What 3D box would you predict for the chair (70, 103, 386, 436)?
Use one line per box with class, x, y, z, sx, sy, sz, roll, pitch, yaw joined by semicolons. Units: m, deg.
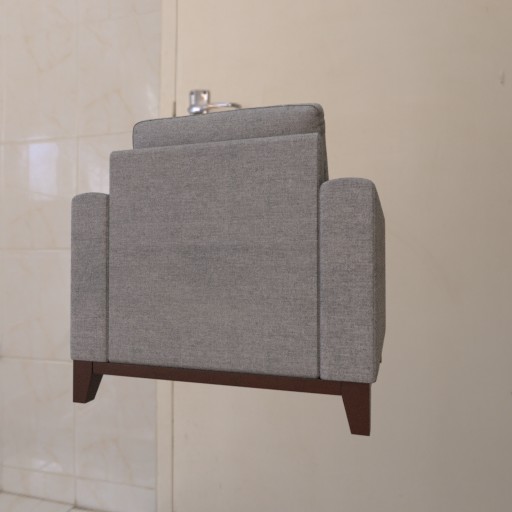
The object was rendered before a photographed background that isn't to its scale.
chair;0.000;0.000;1.863;1.024;1.010;1.038;0;-1;18
